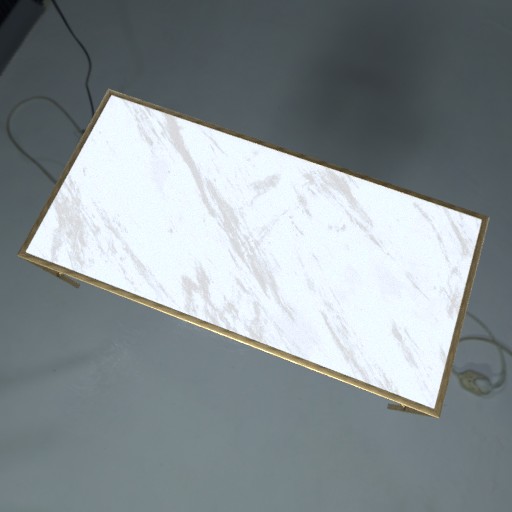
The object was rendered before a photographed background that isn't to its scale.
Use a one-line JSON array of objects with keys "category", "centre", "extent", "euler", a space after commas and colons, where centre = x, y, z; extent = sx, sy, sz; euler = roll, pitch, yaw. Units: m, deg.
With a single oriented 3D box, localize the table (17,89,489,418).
[{"category": "table", "centre": [0.000, 0.000, 1.432], "extent": [1.197, 0.405, 0.577], "euler": [20, 75, 6]}]
